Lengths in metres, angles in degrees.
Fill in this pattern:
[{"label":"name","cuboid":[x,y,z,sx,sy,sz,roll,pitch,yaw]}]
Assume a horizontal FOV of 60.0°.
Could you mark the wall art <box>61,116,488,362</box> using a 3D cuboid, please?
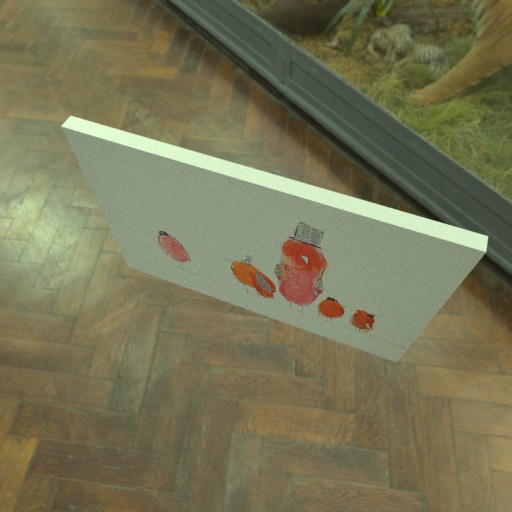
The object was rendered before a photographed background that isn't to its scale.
[{"label":"wall art","cuboid":[0.000,0.000,1.162,0.914,0.609,0.038,18,60,11]}]
